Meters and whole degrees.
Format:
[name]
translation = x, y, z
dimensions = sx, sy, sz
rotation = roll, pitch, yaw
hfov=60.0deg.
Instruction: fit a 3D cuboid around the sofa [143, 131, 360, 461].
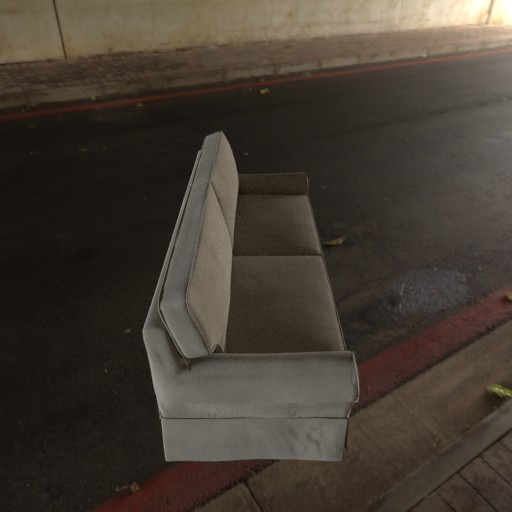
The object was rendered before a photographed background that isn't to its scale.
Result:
[sofa]
translation = 0.000, 0.000, 2.761
dimensions = 0.900, 1.014, 2.246
rotation = 0, 32, 0
